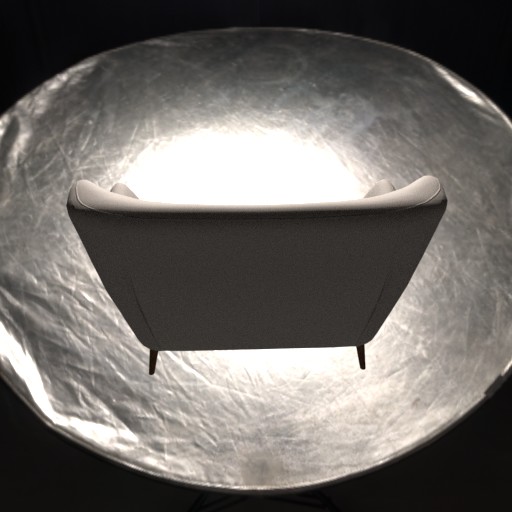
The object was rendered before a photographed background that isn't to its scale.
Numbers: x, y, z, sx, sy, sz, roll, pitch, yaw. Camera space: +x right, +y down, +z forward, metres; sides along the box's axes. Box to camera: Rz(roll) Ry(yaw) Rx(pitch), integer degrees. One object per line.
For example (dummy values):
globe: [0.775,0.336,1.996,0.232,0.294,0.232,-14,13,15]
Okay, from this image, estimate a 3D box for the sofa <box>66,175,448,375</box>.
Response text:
sofa: [0.000,0.000,1.978,1.424,0.878,0.921,-1,30,-2]
